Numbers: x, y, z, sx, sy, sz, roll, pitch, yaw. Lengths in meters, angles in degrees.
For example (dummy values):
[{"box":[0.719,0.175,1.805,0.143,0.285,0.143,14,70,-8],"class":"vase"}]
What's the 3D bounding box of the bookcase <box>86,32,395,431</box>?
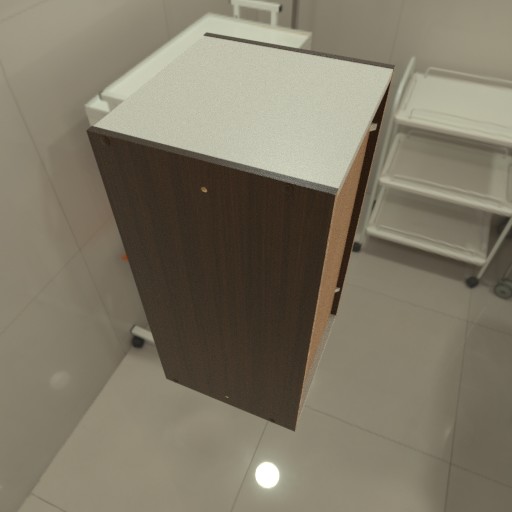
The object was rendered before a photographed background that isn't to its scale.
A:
[{"box":[0.000,0.000,0.775,0.290,0.600,0.300,17,50,15],"class":"bookcase"}]
